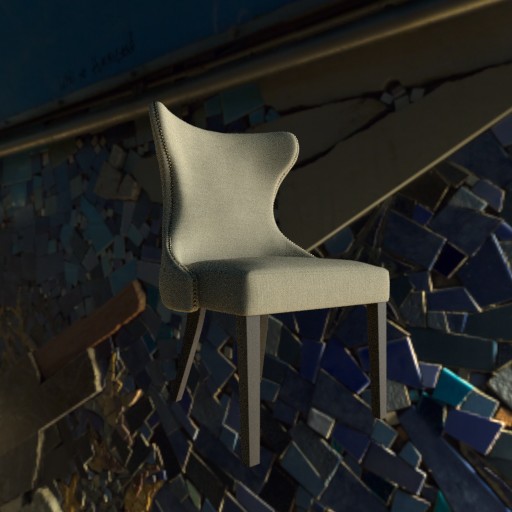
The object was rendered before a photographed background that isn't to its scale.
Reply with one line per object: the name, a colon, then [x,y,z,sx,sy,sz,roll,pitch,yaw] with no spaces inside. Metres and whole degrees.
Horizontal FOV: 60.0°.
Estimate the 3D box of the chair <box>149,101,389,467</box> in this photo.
chair: [0.000,0.000,1.413,0.628,0.967,0.635,0,0,-38]
